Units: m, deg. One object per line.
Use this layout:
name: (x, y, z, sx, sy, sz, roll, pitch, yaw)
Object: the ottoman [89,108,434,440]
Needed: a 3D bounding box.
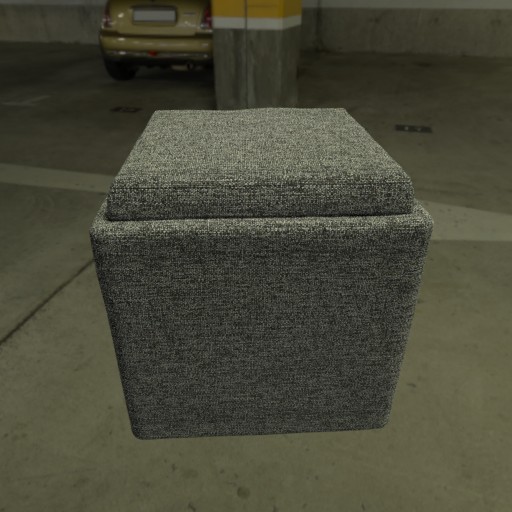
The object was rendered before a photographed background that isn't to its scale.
ottoman: (0.000, 0.000, 0.828, 0.450, 0.463, 0.450, -2, 31, -3)
